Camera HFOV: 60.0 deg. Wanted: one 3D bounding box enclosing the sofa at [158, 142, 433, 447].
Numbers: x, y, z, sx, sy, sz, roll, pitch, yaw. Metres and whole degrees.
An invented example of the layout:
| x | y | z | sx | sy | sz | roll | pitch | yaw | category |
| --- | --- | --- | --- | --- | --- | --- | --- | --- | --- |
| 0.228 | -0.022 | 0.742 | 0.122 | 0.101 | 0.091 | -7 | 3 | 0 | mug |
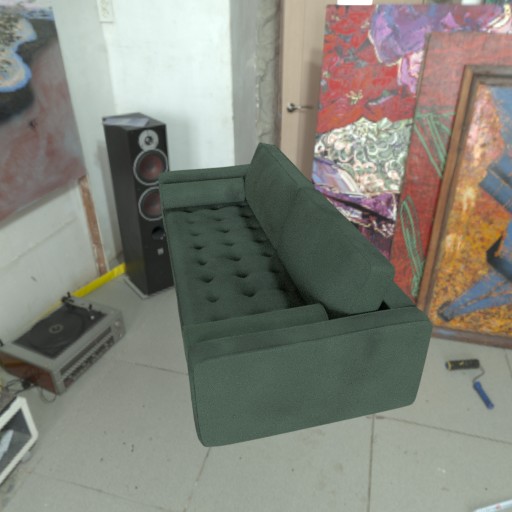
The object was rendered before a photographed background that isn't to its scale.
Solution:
| x | y | z | sx | sy | sz | roll | pitch | yaw | category |
| --- | --- | --- | --- | --- | --- | --- | --- | --- | --- |
| 0.000 | 0.000 | 2.398 | 0.916 | 0.772 | 1.880 | -7 | 31 | -12 | sofa |
